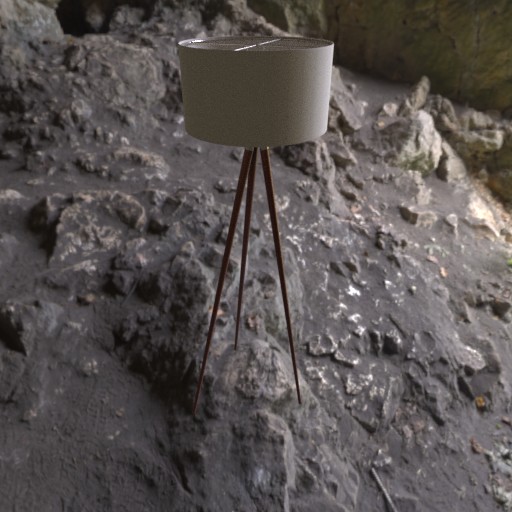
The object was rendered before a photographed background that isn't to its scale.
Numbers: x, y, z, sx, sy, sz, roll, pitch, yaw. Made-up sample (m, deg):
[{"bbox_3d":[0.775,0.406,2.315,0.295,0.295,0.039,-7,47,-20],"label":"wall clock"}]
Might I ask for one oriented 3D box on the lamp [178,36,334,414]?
[{"bbox_3d":[0.000,0.000,1.781,0.483,1.553,0.483,12,33,19],"label":"lamp"}]
